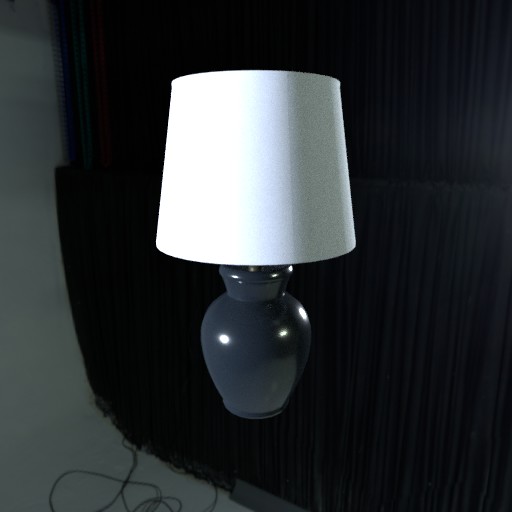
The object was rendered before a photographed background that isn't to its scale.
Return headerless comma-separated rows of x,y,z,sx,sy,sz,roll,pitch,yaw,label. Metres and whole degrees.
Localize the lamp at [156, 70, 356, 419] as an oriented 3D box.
0.000,0.000,0.549,0.239,0.399,0.239,0,13,0,lamp
